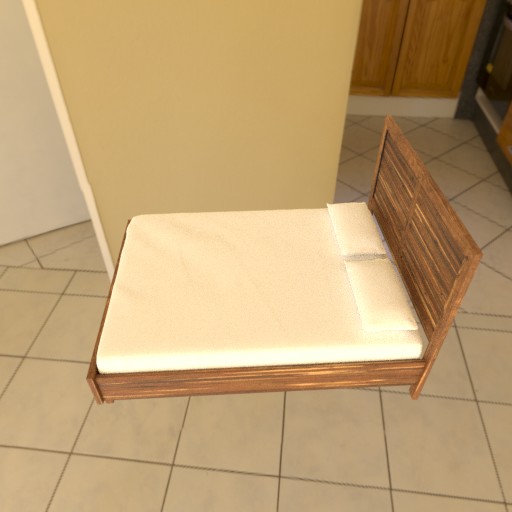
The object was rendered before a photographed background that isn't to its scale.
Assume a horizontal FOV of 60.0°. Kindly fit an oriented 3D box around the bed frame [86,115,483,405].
[{"bbox_3d":[0.000,0.000,3.354,2.276,1.417,1.696,-2,42,-2],"label":"bed frame"}]
